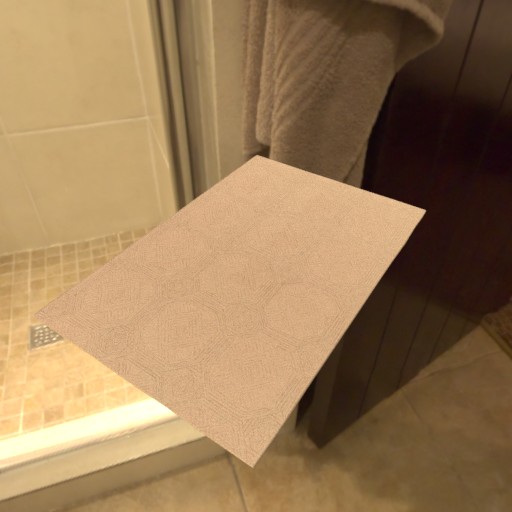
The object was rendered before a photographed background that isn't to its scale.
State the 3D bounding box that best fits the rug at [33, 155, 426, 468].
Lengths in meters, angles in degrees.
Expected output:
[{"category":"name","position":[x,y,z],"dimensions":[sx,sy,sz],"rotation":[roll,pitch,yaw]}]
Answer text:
[{"category":"rug","position":[0.000,0.000,2.345],"dimensions":[1.236,0.009,1.839],"rotation":[24,46,25]}]
